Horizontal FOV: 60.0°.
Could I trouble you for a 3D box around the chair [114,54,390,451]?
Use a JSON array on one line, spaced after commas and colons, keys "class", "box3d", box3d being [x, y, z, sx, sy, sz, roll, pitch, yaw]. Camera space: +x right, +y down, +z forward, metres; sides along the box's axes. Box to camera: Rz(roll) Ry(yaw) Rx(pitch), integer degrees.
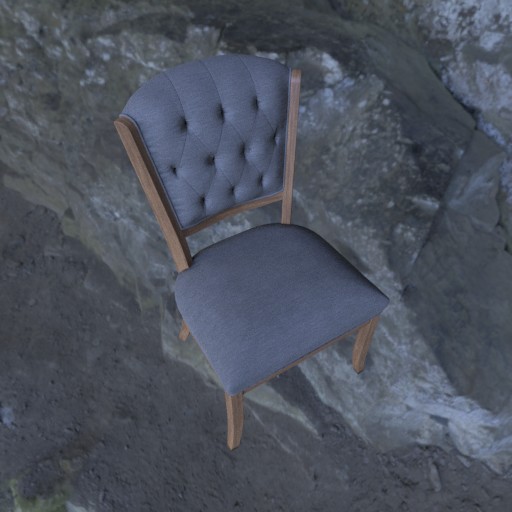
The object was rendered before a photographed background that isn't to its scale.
[{"class": "chair", "box3d": [0.000, 0.000, 1.244, 0.513, 0.905, 0.584, -24, 51, -21]}]
